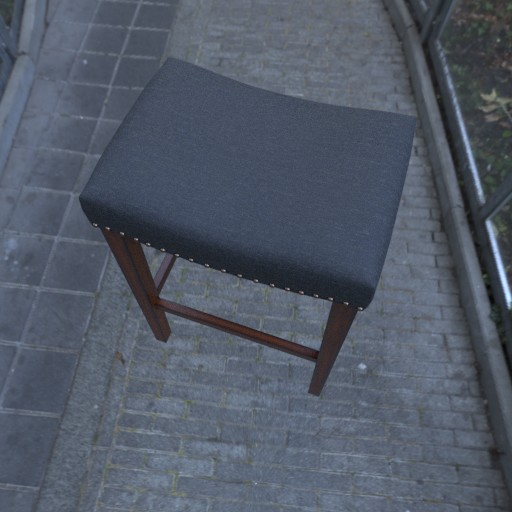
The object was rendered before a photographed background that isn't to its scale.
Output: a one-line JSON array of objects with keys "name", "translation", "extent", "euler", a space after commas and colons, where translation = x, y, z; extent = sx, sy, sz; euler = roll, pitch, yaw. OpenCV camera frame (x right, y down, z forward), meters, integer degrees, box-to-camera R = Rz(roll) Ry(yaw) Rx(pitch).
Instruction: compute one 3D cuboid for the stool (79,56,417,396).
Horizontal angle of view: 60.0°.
[{"name": "stool", "translation": [0.000, 0.000, 1.034], "extent": [0.502, 0.748, 0.366], "euler": [17, 64, 9]}]
